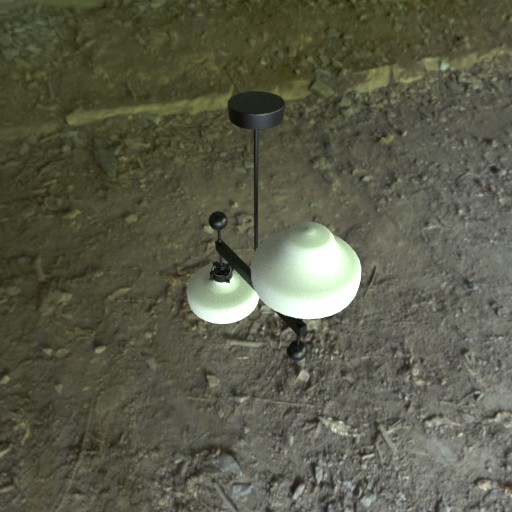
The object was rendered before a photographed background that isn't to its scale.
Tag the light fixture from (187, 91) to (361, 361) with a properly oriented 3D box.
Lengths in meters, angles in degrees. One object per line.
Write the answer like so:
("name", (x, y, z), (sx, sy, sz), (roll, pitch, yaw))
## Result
("light fixture", (0.000, 0.000, 1.044), (0.489, 0.743, 0.422), (12, 43, 13))
